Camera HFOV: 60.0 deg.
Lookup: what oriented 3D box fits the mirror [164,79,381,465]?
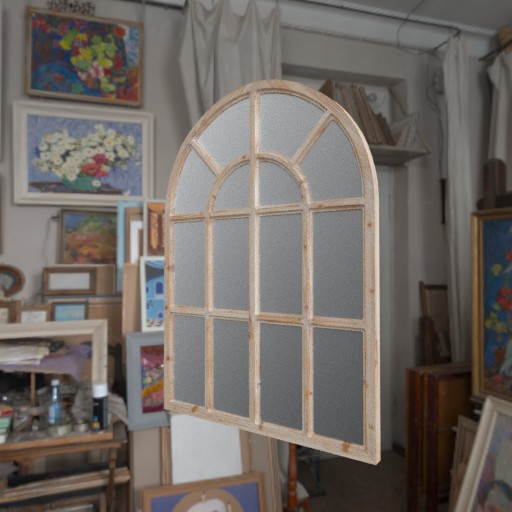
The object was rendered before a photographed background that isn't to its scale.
[{"bbox_3d":[0.000,0.000,1.177,0.660,0.920,0.032,-1,-1,35],"label":"mirror"}]
